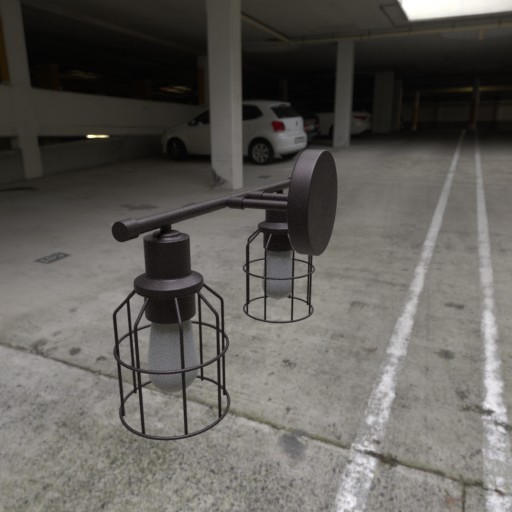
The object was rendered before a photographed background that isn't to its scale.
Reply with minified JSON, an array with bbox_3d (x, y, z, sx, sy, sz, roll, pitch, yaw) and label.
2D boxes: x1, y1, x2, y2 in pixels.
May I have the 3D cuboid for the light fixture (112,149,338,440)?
[{"bbox_3d":[0.000,0.000,0.539,0.165,0.254,0.406,7,17,24],"label":"light fixture"}]
